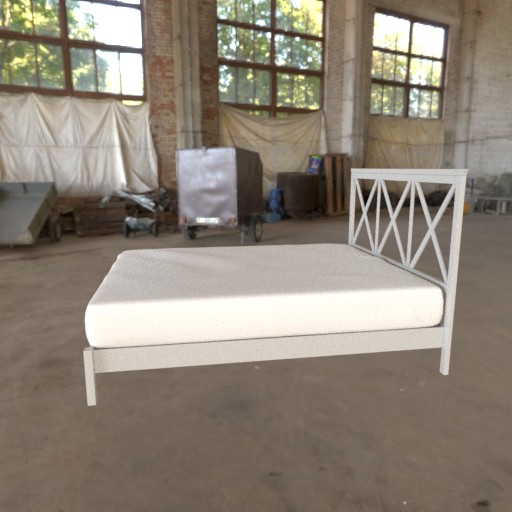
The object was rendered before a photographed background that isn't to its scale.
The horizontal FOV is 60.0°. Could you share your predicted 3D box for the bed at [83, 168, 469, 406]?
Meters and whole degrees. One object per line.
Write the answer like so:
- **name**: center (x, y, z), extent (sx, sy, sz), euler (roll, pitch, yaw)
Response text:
- **bed**: center (0.000, 0.000, 3.241), extent (2.135, 1.253, 1.673), euler (-2, 11, -10)
